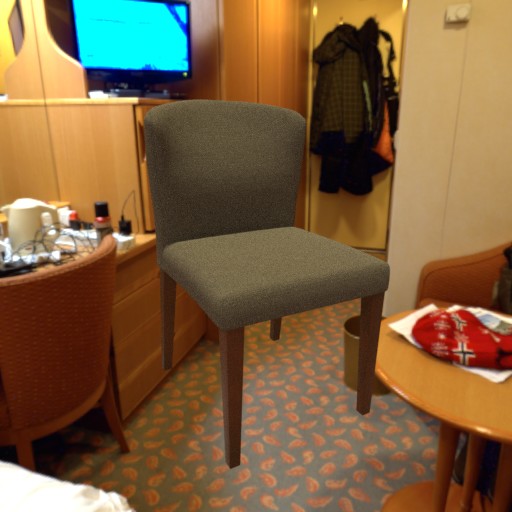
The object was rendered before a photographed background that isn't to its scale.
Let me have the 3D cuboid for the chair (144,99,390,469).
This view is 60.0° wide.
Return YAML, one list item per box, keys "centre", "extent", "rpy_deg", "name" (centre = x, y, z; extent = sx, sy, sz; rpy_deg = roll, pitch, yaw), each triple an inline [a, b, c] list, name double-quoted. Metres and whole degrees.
- centre: [0.000, 0.000, 1.238]
  extent: [0.491, 0.839, 0.589]
  rpy_deg: [-9, 20, -27]
  name: "chair"
